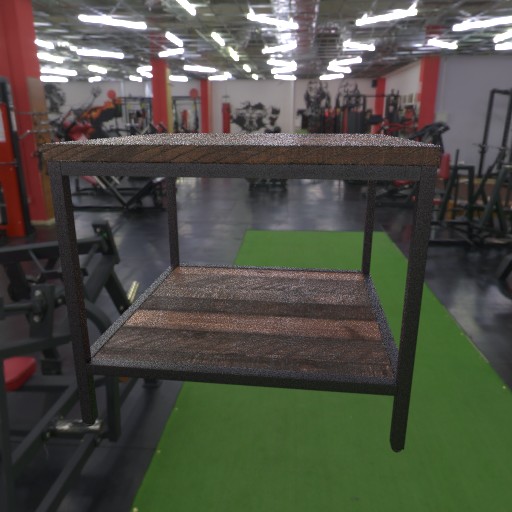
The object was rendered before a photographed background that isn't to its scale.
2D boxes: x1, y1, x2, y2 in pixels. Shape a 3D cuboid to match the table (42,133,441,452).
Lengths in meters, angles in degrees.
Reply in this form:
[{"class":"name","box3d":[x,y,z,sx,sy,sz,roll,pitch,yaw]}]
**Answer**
[{"class":"table","box3d":[0.000,0.000,0.932,0.548,0.482,0.553,2,17,7]}]
